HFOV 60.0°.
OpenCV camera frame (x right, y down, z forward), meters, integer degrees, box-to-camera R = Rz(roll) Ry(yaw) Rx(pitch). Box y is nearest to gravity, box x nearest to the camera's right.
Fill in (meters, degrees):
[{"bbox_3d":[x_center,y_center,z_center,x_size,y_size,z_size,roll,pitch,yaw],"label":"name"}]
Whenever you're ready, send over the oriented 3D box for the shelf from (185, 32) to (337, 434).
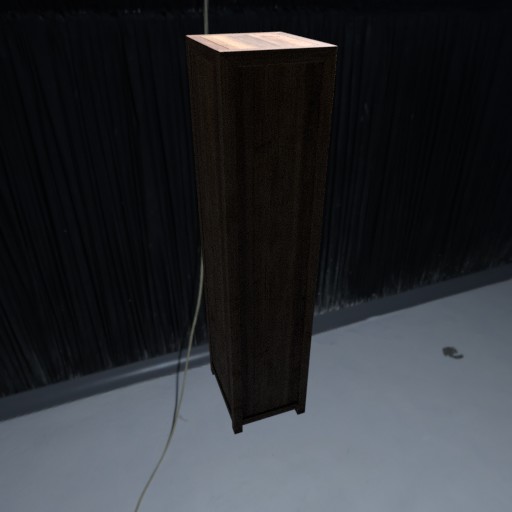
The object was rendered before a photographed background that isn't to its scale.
[{"bbox_3d":[0.000,0.000,2.159,0.428,1.900,0.500,-11,34,-17],"label":"shelf"}]
